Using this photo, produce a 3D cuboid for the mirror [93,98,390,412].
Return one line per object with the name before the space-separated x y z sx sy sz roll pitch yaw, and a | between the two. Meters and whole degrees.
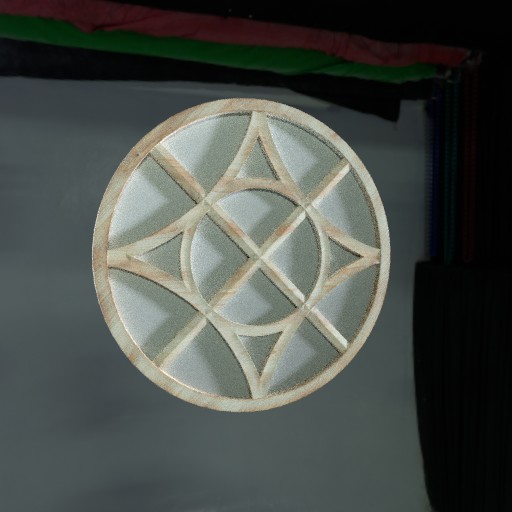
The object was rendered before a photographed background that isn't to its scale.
mirror | 0.000 0.000 1.028 0.710 0.710 0.038 0 1 -19
